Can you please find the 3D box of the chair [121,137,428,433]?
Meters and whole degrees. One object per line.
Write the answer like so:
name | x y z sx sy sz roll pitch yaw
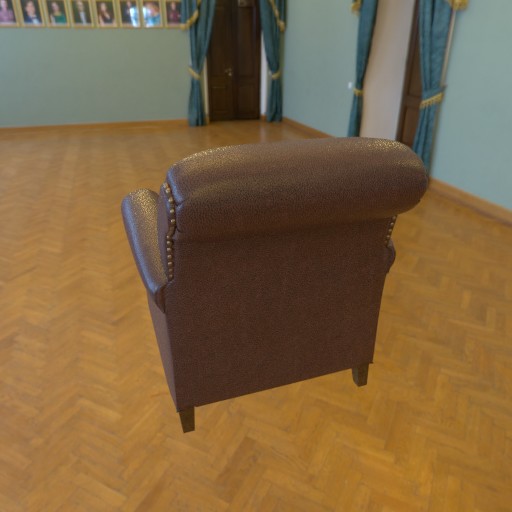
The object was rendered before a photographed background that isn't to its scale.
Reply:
chair | 0.000 0.000 1.576 0.854 0.927 0.890 -9 28 -17
